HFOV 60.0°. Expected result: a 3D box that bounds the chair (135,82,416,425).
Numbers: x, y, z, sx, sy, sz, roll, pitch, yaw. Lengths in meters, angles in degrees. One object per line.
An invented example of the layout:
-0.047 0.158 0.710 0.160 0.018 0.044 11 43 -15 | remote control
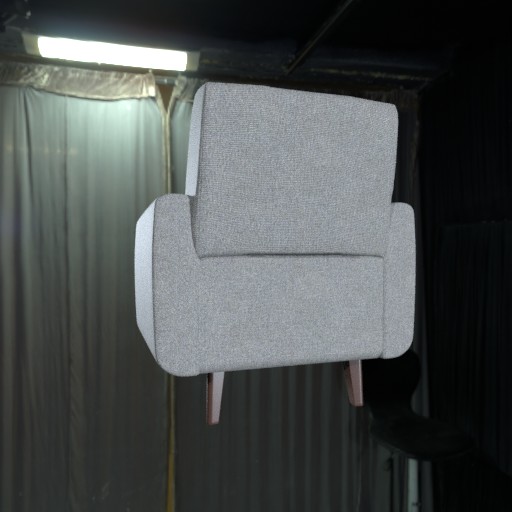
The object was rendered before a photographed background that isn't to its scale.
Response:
0.000 0.000 1.680 0.845 0.968 0.942 0 1 -18 | chair
